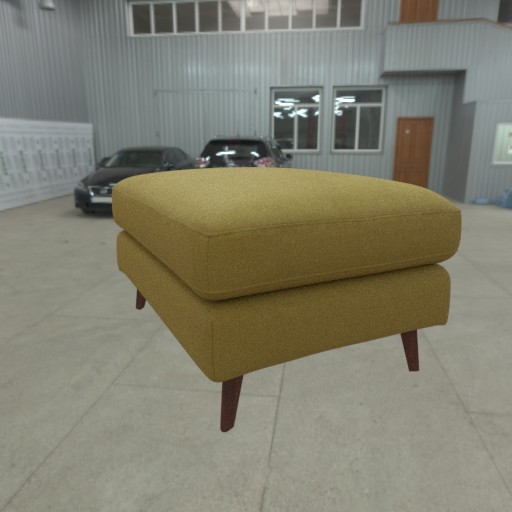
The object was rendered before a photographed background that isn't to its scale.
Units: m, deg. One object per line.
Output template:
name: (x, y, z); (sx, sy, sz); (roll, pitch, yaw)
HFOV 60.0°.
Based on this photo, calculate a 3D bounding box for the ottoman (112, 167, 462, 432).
ottoman: (0.000, 0.000, 1.169); (0.608, 0.449, 0.811); (-7, 16, -26)
